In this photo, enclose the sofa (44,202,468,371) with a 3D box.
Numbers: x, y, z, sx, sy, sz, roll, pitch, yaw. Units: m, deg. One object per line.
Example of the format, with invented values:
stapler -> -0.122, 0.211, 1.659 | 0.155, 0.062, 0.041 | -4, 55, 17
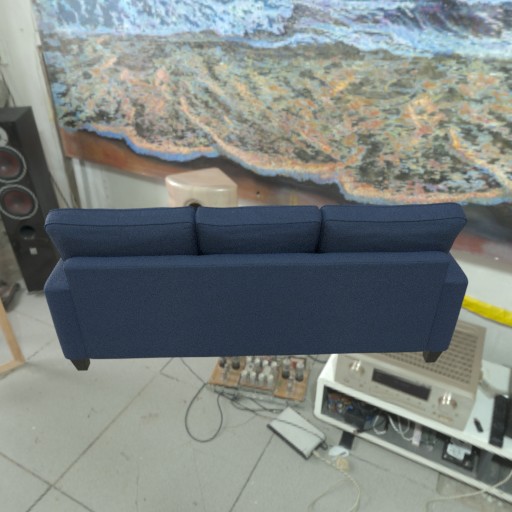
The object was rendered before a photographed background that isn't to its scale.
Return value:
sofa -> 0.000, 0.000, 2.648 | 2.158, 0.965, 0.951 | -1, 32, -2
